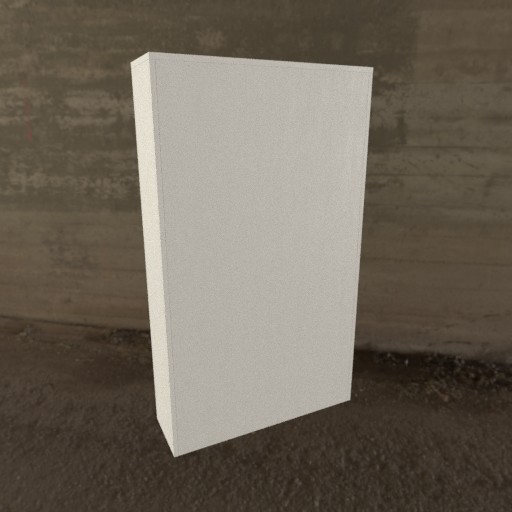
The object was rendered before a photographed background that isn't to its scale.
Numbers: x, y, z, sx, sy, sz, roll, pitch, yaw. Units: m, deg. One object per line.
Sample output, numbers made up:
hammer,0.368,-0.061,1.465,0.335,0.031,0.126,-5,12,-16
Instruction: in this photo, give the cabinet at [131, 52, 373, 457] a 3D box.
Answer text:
cabinet,0.000,0.000,1.608,0.750,1.280,0.250,-8,18,-25
